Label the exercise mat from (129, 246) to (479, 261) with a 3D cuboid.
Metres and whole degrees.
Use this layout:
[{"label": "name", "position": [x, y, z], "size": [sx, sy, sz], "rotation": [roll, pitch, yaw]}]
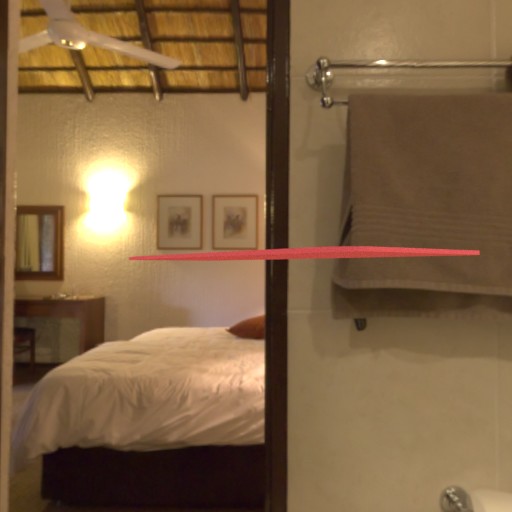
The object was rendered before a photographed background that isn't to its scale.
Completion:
[{"label": "exercise mat", "position": [0.000, 0.000, 2.124], "size": [0.616, 0.021, 1.884], "rotation": [1, -2, -35]}]
